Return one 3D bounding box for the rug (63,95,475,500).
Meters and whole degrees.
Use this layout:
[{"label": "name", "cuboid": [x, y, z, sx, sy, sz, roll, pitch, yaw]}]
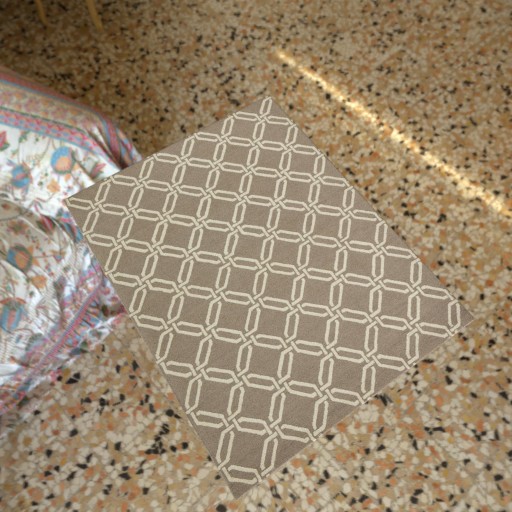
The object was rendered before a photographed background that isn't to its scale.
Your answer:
[{"label": "rug", "cuboid": [0.000, 0.000, 3.792, 2.288, 0.018, 2.895, -31, 69, -14]}]
